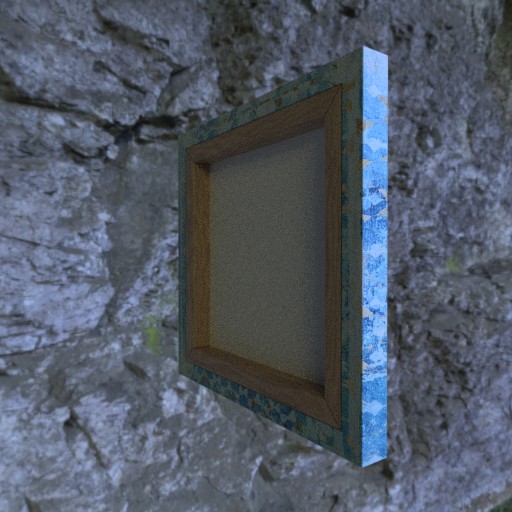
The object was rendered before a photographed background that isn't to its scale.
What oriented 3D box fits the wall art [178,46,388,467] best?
[{"bbox_3d":[0.000,0.000,0.600,0.037,0.405,0.405,0,1,-35],"label":"wall art"}]
